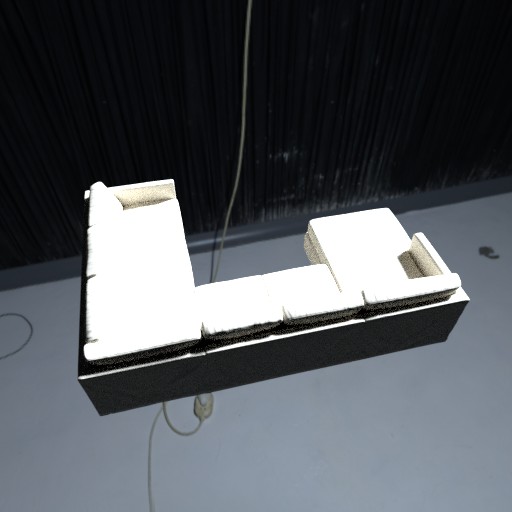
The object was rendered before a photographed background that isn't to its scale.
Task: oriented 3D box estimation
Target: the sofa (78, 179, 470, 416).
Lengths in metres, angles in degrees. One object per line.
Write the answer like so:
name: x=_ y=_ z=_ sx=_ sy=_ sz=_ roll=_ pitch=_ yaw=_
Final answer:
sofa: x=0.000 y=0.000 z=4.711 sx=3.464 sy=0.882 sz=2.448 roll=-10 pitch=48 yaw=-9
